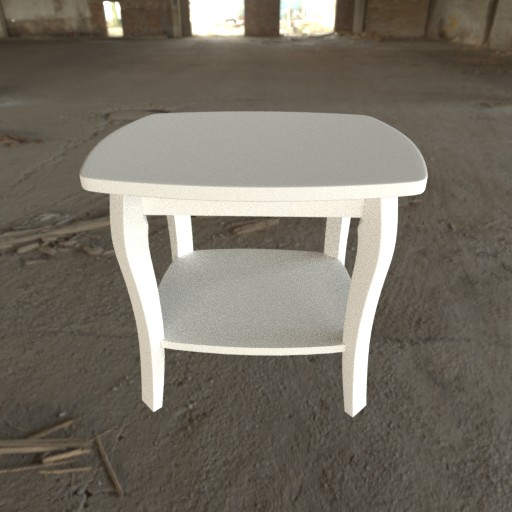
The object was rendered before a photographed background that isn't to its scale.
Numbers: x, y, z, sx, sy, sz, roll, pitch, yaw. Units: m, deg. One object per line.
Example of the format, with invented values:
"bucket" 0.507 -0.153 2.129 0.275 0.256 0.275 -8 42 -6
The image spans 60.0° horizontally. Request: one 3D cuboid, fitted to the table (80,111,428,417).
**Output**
"table" 0.000 0.000 0.829 0.502 0.438 0.451 1 29 2
